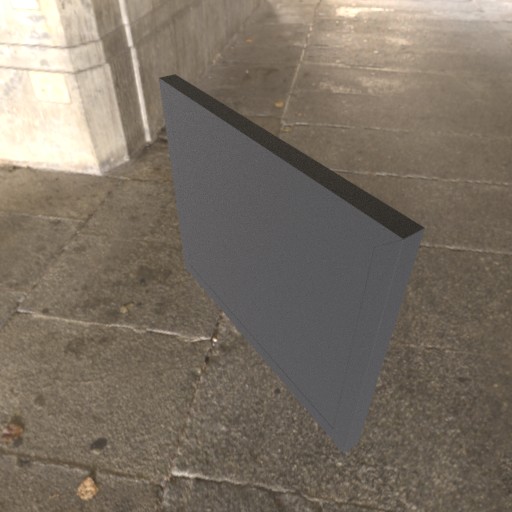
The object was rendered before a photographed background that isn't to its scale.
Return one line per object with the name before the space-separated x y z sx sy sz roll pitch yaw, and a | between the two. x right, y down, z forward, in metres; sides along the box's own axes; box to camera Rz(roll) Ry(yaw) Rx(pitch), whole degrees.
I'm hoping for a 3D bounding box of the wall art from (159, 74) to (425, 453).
wall art | 0.000 0.000 0.555 0.024 0.329 0.404 -24 46 -26
